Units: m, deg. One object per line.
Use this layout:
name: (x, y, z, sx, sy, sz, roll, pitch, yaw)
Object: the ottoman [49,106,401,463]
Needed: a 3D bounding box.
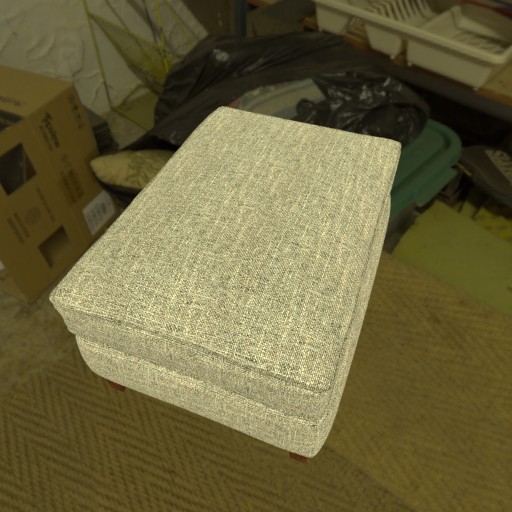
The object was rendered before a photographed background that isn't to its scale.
ottoman: (0.000, 0.000, 0.967, 0.508, 0.406, 0.686, 16, 49, 14)
